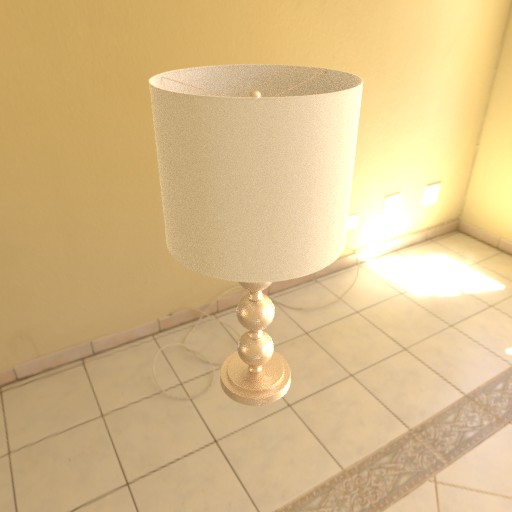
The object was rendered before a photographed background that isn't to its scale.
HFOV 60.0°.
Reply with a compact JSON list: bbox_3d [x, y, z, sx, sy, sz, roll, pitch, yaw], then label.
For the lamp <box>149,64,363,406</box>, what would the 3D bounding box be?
[{"bbox_3d":[0.000,0.000,0.713,0.277,0.538,0.277,-23,37,-34],"label":"lamp"}]
